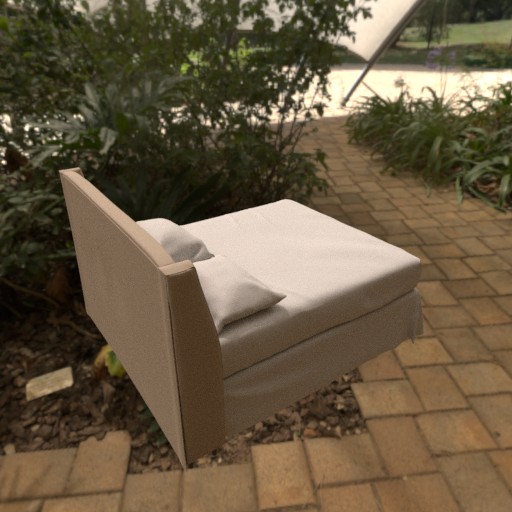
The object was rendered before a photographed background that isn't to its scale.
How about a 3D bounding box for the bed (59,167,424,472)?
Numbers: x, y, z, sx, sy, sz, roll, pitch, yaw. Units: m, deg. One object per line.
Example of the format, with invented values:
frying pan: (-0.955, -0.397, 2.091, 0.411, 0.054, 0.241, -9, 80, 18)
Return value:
bed: (0.000, 0.000, 3.450, 2.276, 1.332, 1.925, -18, 32, -30)
